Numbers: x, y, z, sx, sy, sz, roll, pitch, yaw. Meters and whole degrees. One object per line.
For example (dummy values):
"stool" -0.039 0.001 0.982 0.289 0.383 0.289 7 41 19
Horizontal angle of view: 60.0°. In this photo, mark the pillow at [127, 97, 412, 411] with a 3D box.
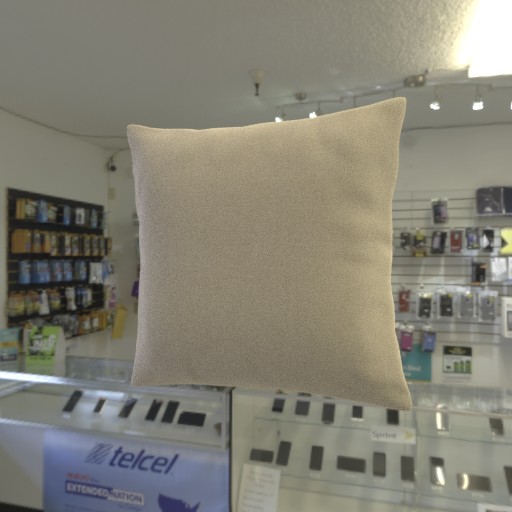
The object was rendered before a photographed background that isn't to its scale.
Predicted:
"pillow" 0.000 0.000 0.790 0.523 0.510 0.166 0 0 18
